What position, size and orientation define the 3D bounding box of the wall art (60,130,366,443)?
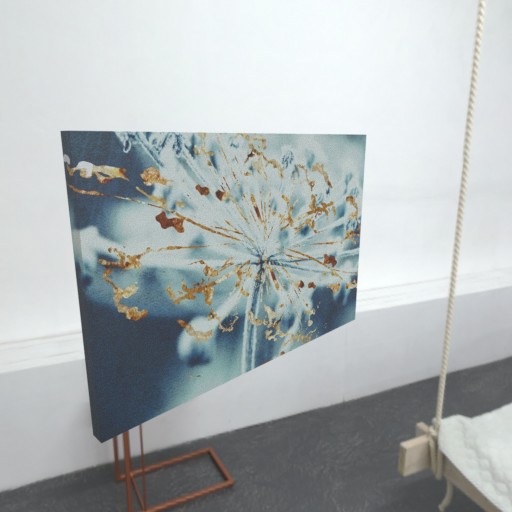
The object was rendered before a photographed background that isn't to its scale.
[{"bbox_3d":[0.000,0.000,1.140,0.912,0.608,0.038,-14,20,-43],"label":"wall art"}]
